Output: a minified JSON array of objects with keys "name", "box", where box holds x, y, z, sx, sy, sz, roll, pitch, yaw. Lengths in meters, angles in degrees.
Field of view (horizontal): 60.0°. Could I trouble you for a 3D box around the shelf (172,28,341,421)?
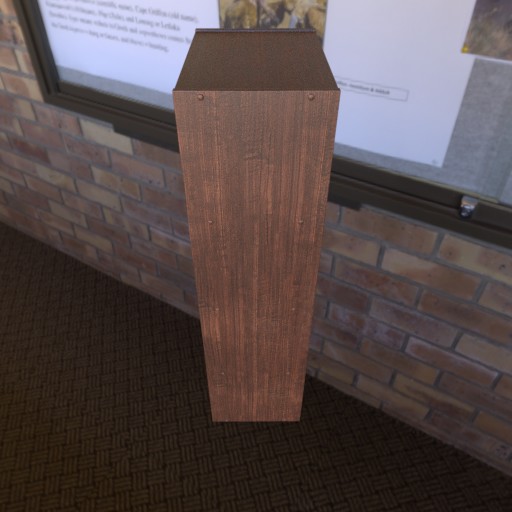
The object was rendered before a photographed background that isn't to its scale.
[{"name":"shelf","box":[0.000,0.000,1.274,0.290,1.099,0.415,0,41,0]}]
